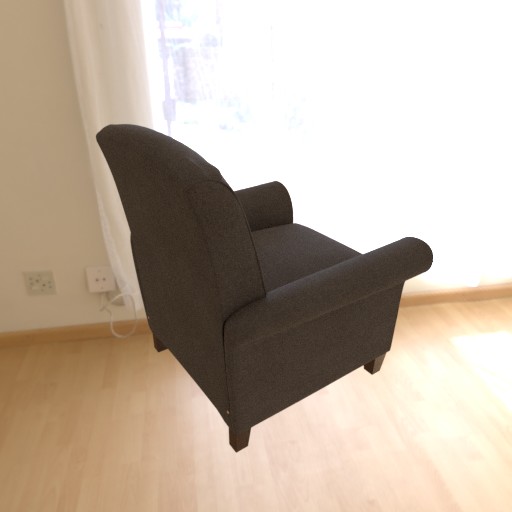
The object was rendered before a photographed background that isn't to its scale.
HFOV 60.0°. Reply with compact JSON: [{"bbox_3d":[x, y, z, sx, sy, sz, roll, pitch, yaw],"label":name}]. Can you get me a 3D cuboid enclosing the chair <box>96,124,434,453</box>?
[{"bbox_3d":[0.000,0.000,1.743,0.905,1.061,0.978,-17,32,-31],"label":"chair"}]
